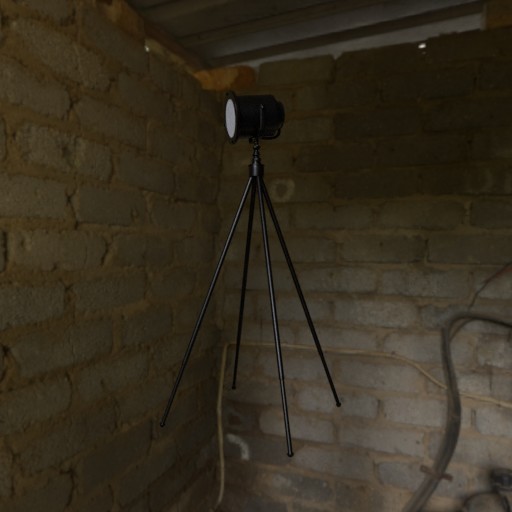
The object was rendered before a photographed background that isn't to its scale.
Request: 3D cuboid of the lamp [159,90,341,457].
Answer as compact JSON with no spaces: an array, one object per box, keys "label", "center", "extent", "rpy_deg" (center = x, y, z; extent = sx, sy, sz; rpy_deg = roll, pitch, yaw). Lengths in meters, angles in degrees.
[{"label":"lamp","center":[0.000,0.000,2.065],"extent":[0.884,1.504,0.879],"rpy_deg":[0,0,-17]}]
